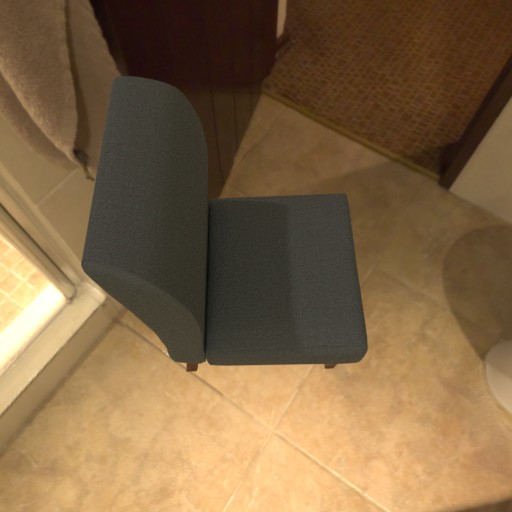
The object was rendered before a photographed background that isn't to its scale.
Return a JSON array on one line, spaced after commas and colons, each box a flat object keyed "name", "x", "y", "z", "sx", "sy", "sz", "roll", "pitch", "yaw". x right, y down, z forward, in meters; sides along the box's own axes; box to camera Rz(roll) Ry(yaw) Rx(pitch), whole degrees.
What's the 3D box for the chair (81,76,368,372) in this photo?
[{"name": "chair", "x": 0.000, "y": 0.000, "z": 1.172, "sx": 0.592, "sy": 0.804, "sz": 0.513, "roll": -2, "pitch": 63, "yaw": -1}]
